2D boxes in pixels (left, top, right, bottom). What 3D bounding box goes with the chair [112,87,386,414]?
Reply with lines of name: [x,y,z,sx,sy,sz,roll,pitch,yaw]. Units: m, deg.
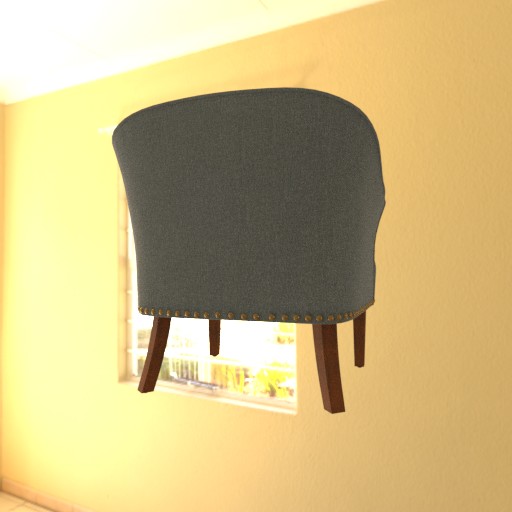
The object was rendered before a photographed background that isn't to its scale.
chair: [0.000,0.000,1.434,0.798,0.815,0.704,0,0,18]
